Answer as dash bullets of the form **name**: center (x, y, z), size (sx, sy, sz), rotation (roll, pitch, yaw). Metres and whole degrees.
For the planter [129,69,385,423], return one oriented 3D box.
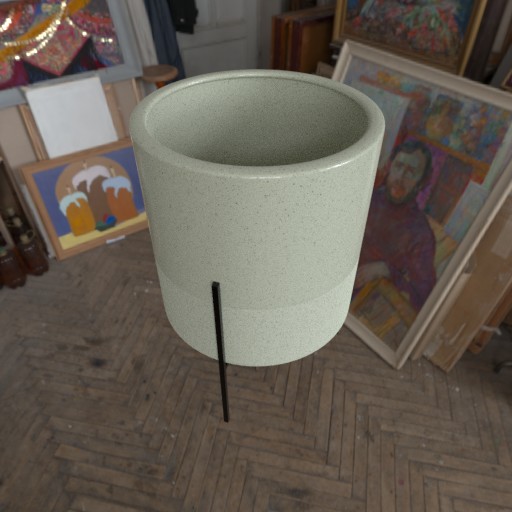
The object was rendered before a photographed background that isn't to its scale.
- **planter**: center (0.000, 0.000, 0.705), size (0.314, 0.475, 0.323), rotation (12, 42, 14)
